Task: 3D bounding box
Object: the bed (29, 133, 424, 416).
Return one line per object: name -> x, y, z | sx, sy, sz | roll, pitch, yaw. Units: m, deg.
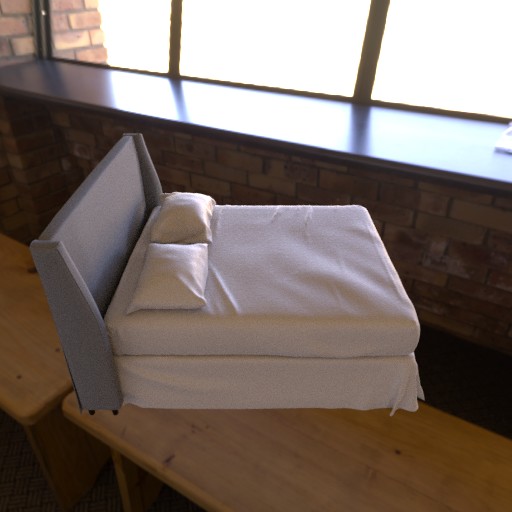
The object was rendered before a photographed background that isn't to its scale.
bed -> 0.000, 0.000, 3.333 | 2.276, 1.332, 1.925 | 0, 32, 0
